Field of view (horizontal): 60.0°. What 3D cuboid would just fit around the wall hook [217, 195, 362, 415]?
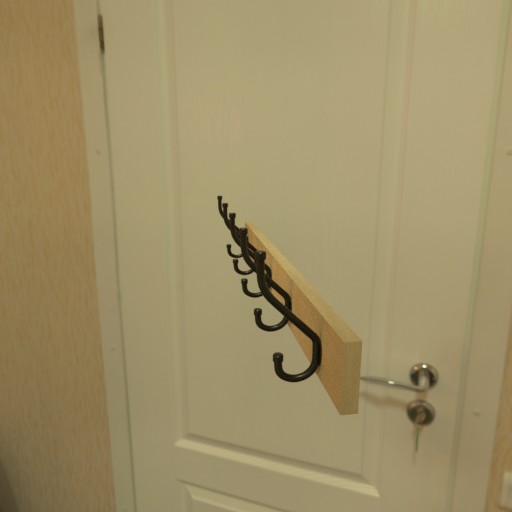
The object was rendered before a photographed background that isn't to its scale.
[{"bbox_3d":[0.000,0.000,0.592,0.071,0.117,0.571,-2,13,-8],"label":"wall hook"}]
